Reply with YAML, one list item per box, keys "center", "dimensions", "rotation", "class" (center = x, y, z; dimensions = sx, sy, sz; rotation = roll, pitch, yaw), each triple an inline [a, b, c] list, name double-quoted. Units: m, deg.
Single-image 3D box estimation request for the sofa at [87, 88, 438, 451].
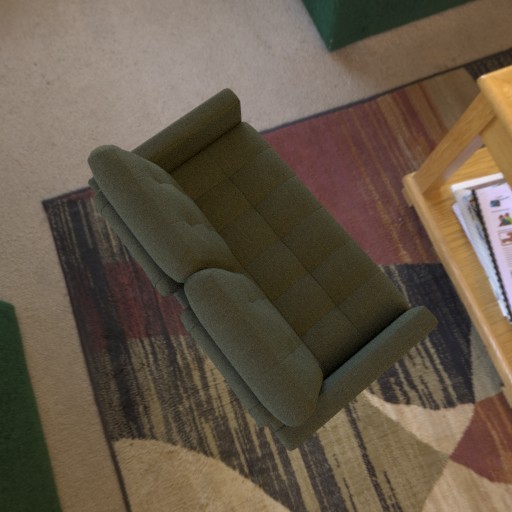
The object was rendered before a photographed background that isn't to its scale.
- center: [0.000, 0.000, 1.961]
  dimensions: [0.842, 0.907, 1.407]
  rotation: [-37, 78, -9]
  class: "sofa"
